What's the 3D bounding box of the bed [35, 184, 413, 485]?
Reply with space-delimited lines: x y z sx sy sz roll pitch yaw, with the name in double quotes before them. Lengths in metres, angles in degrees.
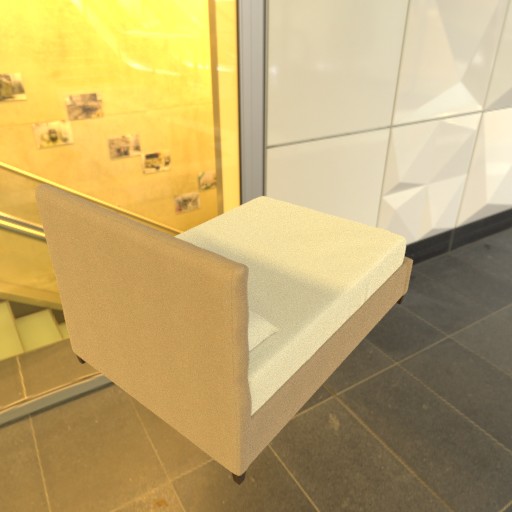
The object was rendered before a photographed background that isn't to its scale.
"bed" 0.000 0.000 3.431 1.698 1.427 2.387 21 35 33
